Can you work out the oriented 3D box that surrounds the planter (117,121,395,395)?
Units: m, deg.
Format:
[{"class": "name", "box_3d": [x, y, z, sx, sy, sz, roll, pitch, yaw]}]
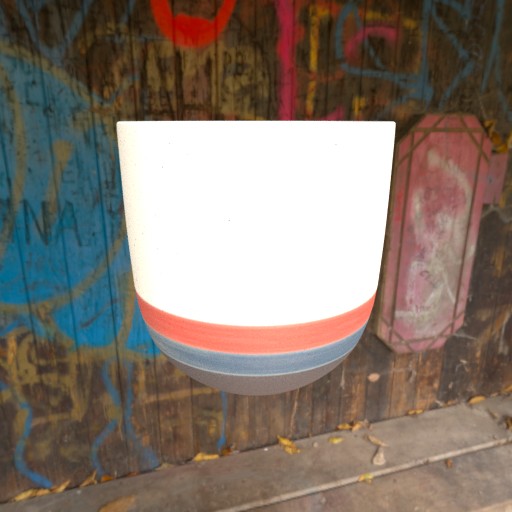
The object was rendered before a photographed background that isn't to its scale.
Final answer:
[{"class": "planter", "box_3d": [0.000, 0.000, 0.369, 0.204, 0.214, 0.204, 0, 17, 0]}]
